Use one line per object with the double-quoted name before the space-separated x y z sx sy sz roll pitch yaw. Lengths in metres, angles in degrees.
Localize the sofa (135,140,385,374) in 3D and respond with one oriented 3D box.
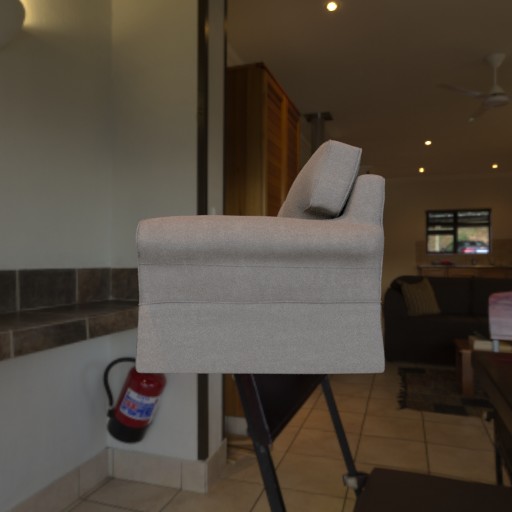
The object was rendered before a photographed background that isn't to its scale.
"sofa" 0.000 0.000 2.759 0.991 0.943 2.248 0 -1 0
